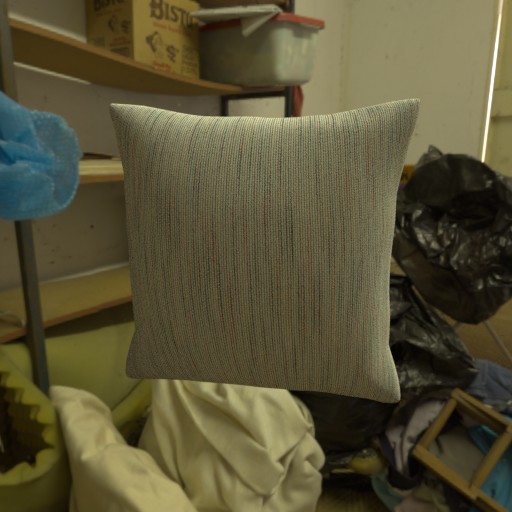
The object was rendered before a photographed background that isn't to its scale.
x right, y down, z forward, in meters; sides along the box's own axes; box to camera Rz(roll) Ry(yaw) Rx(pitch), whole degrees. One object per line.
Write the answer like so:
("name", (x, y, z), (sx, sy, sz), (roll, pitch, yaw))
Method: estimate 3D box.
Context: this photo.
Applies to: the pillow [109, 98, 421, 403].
("pillow", (0.000, 0.000, 0.762), (0.512, 0.506, 0.178), (2, 14, 10))
